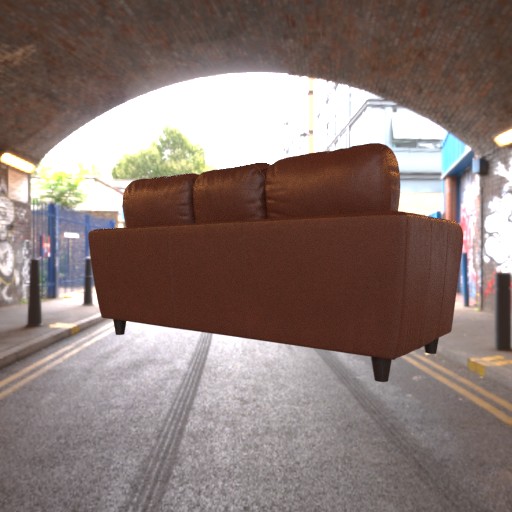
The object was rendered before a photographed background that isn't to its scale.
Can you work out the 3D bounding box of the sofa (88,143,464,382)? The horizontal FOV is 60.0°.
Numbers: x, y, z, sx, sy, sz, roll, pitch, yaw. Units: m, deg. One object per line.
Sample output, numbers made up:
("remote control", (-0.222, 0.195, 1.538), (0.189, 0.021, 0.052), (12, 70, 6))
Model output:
("sofa", (0.000, 0.000, 2.327), (1.862, 0.915, 0.802), (0, 0, 37))
